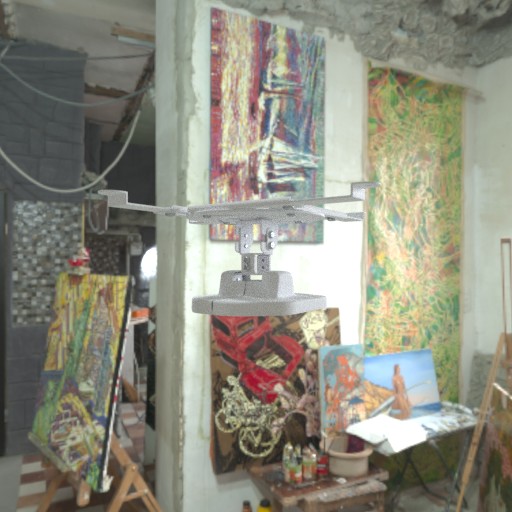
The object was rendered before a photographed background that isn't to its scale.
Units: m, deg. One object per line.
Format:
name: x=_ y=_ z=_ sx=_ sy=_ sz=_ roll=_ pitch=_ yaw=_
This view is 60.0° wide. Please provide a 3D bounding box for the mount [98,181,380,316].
mount: x=0.000 y=0.000 z=0.605 sx=0.394 sy=0.141 sz=0.394 roll=0 pitch=-1 yaw=35
